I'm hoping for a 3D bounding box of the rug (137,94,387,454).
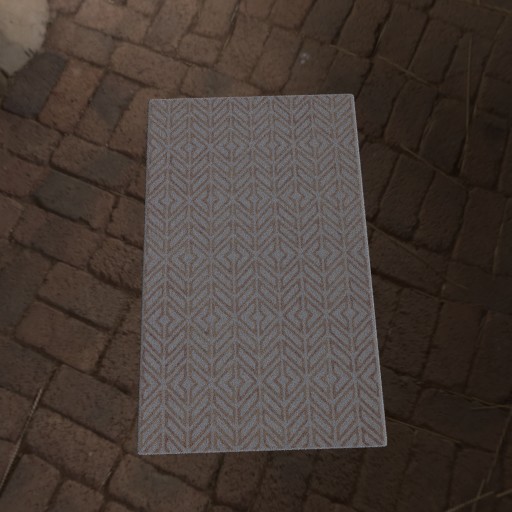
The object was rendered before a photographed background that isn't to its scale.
[{"bbox_3d":[0.000,0.000,2.991,1.523,0.008,2.438,-2,76,0],"label":"rug"}]
